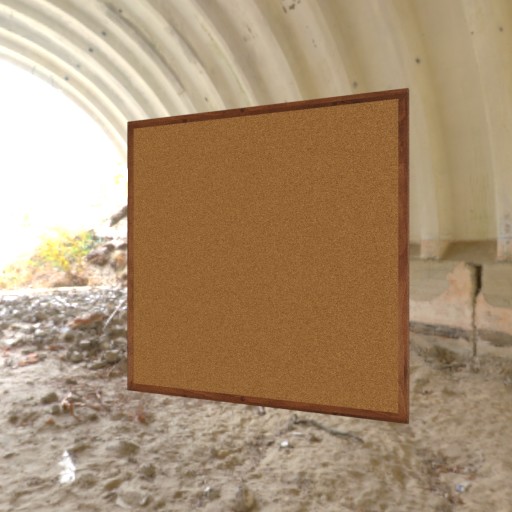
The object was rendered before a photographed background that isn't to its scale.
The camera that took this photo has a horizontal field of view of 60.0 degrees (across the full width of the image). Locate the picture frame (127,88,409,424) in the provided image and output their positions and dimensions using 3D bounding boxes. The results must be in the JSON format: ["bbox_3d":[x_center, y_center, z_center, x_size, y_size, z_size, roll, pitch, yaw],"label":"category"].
[{"bbox_3d":[0.000,0.000,0.539,0.352,0.356,0.028,0,0,20],"label":"picture frame"}]
